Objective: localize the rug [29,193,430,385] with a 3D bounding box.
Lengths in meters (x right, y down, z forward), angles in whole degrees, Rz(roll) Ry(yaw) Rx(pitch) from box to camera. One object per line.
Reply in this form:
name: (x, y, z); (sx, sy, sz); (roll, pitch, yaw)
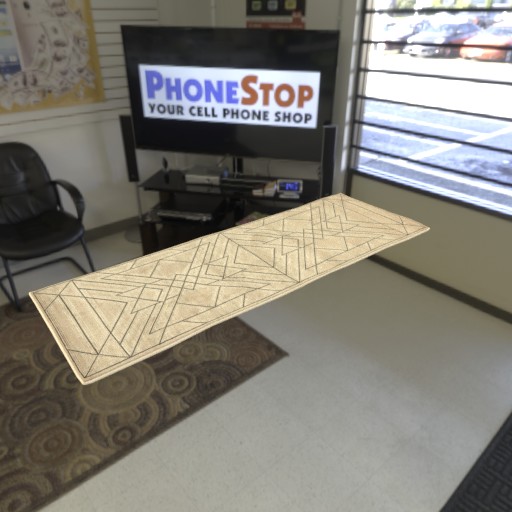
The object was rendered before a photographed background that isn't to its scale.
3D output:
rug: (0.000, 0.000, 2.676); (2.381, 0.036, 0.831); (-20, 35, -32)
